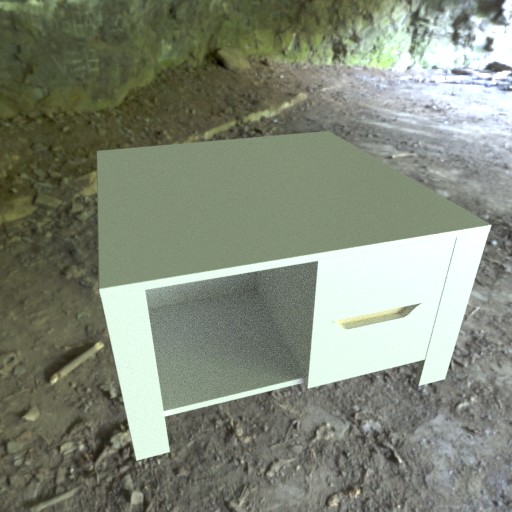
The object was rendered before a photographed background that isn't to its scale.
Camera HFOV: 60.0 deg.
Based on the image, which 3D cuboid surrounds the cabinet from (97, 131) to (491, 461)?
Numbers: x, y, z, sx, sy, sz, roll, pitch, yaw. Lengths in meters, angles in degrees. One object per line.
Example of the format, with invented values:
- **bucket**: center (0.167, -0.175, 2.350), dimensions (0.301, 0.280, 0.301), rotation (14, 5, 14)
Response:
- **cabinet**: center (0.000, 0.000, 1.285), dimensions (0.800, 0.460, 0.800), rotation (-9, 32, -15)
